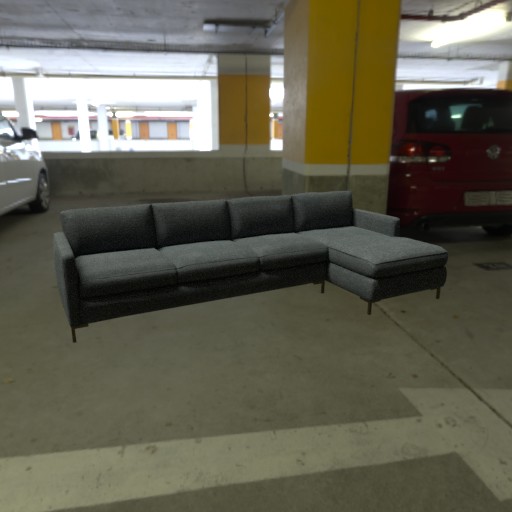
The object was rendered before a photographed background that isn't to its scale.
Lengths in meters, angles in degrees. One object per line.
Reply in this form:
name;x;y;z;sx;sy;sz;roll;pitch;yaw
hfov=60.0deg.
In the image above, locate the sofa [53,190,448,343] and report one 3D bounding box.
sofa;0.000;0.000;3.572;2.932;0.810;1.350;-8;17;-26
